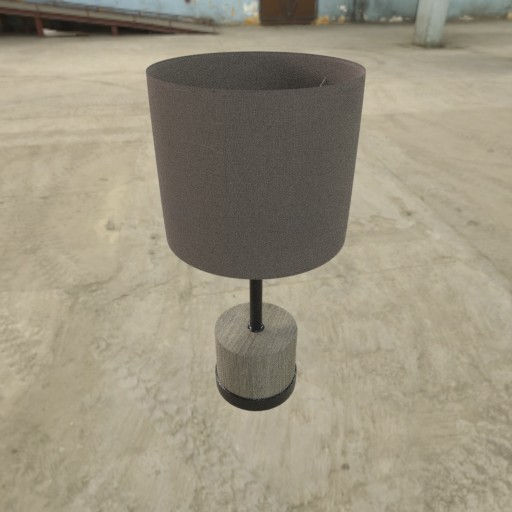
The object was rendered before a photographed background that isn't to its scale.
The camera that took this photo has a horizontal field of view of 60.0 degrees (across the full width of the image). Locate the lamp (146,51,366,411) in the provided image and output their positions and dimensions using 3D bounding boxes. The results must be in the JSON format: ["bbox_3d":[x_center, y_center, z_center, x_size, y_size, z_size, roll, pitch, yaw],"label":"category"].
[{"bbox_3d":[0.000,0.000,0.591,0.229,0.470,0.229,11,34,17],"label":"lamp"}]
